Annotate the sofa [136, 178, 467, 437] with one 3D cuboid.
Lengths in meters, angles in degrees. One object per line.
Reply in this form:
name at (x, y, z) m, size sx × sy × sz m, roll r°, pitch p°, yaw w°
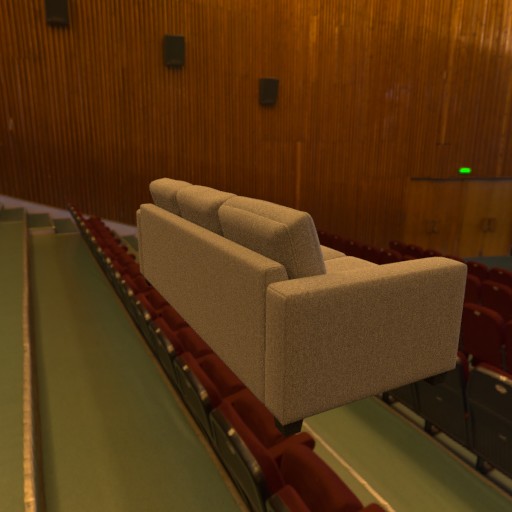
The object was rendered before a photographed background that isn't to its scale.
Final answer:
sofa at (0.000, 0.000, 2.568) m, size 0.900 × 0.800 × 2.120 m, roll -7°, pitch 16°, yaw -26°
